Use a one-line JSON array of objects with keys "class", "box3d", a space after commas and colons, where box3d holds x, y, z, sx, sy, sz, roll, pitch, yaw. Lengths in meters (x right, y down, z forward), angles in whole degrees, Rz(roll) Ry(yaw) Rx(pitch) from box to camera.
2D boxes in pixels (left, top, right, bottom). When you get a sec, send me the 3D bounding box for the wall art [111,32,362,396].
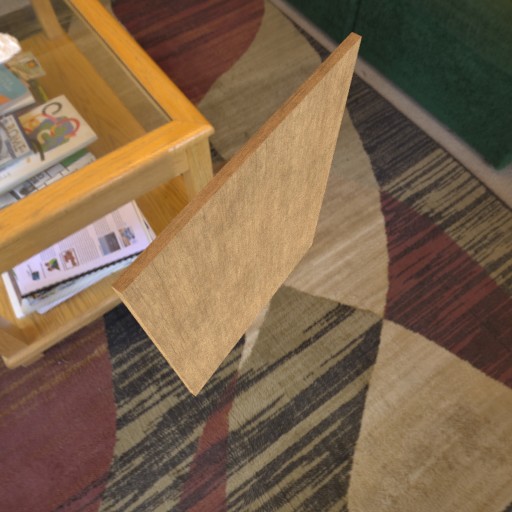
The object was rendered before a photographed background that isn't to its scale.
[{"class": "wall art", "box3d": [0.000, 0.000, 0.902, 0.018, 0.686, 0.534, 33, 68, 15]}]
